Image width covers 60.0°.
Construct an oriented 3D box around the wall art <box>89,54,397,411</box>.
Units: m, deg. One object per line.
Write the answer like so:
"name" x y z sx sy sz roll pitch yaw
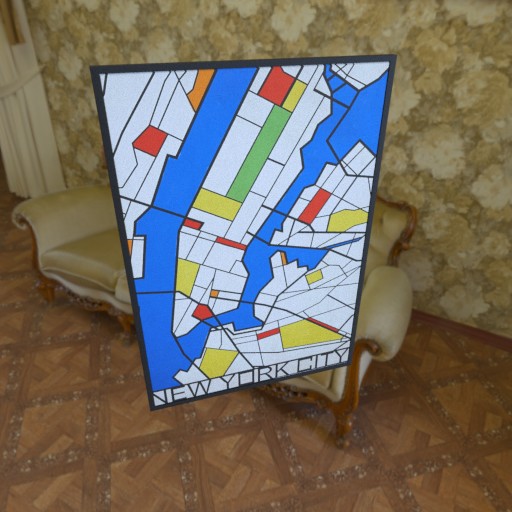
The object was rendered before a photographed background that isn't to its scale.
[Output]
"wall art" 0.000 0.000 0.810 0.460 0.660 0.013 -9 32 -15
